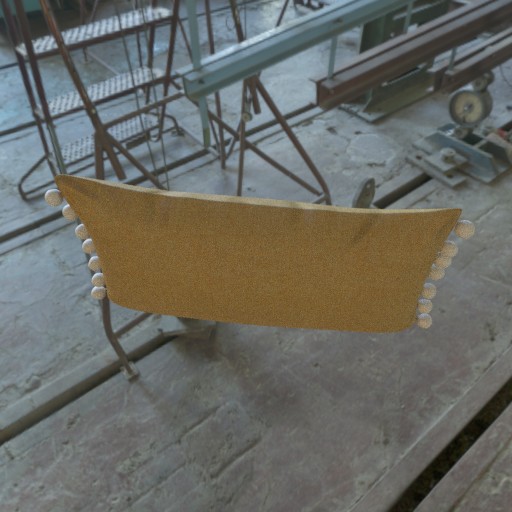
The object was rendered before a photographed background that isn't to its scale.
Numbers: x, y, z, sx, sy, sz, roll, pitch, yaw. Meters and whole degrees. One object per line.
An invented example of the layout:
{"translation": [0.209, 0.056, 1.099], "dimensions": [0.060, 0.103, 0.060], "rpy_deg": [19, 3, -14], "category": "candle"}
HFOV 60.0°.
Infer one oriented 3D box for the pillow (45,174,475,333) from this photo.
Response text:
{"translation": [0.000, 0.000, 0.818], "dimensions": [0.709, 0.322, 0.201], "rpy_deg": [5, 47, 4], "category": "pillow"}
